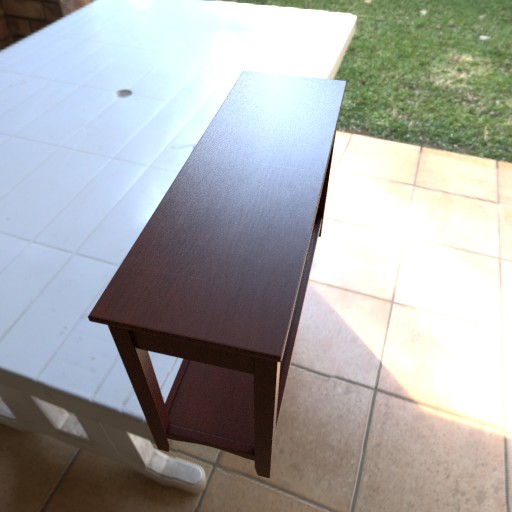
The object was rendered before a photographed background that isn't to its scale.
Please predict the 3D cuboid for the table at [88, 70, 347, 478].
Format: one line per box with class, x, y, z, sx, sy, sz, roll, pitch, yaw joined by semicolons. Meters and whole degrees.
table;0.000;0.000;1.506;0.392;0.739;1.188;10;46;10
